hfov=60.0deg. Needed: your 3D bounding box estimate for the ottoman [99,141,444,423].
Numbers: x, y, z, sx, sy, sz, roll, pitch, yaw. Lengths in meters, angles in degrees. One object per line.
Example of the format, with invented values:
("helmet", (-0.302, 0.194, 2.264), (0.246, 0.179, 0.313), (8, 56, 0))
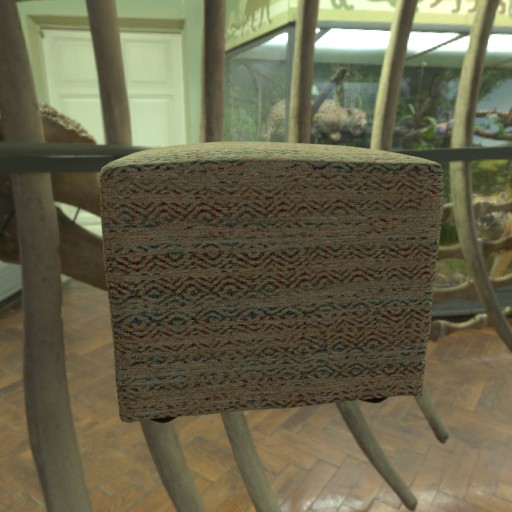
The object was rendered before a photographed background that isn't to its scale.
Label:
("ottoman", (0.000, 0.000, 0.909), (0.512, 0.453, 0.521), (-2, 15, -8))
